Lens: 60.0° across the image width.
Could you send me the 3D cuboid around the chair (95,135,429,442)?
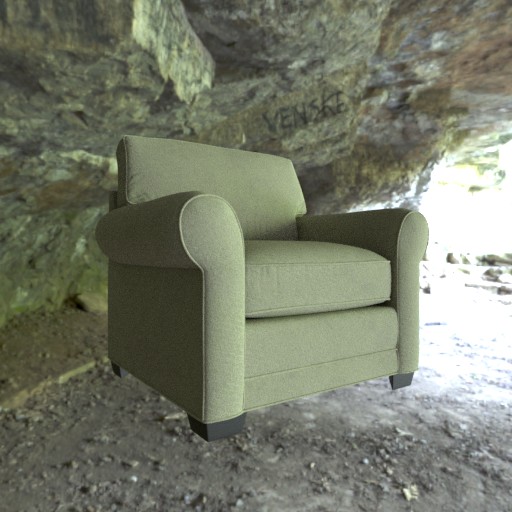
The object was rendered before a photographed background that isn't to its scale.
[{"bbox_3d":[0.000,0.000,1.868,1.147,1.044,0.939,-1,1,-35],"label":"chair"}]
